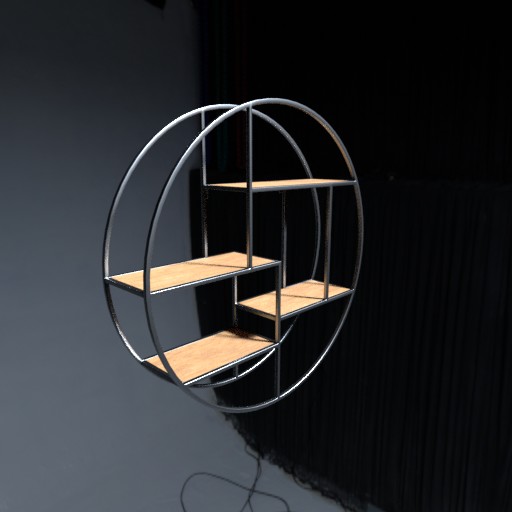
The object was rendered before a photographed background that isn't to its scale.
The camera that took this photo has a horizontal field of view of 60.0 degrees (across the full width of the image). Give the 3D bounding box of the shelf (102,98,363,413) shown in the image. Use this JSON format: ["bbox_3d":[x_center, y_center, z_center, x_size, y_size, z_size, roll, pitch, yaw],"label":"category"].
[{"bbox_3d":[0.000,0.000,1.344,0.202,0.888,0.888,12,17,43],"label":"shelf"}]
